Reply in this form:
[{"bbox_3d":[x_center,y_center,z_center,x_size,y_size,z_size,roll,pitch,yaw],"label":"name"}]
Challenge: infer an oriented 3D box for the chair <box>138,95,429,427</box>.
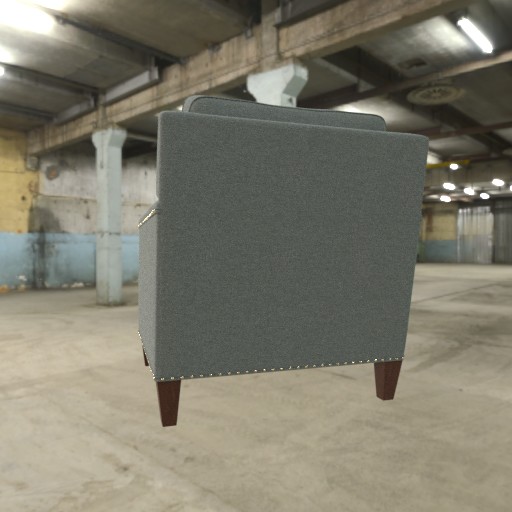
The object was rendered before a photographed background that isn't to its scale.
[{"bbox_3d":[0.000,0.000,1.793,0.885,1.031,1.031,0,1,-18],"label":"chair"}]
